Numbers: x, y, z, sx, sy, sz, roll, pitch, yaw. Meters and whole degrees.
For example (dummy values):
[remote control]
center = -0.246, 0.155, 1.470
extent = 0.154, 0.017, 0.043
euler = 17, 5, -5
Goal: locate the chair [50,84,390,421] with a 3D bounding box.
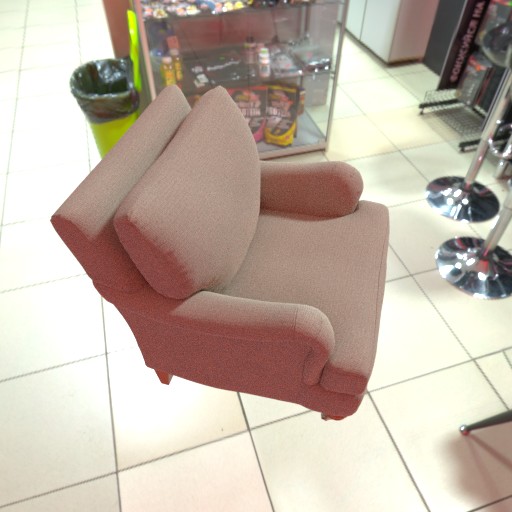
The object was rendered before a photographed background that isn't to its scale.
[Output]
[chair]
center = 0.000, 0.000, 1.848
extent = 1.070, 1.038, 0.955
euler = 12, 48, 11
